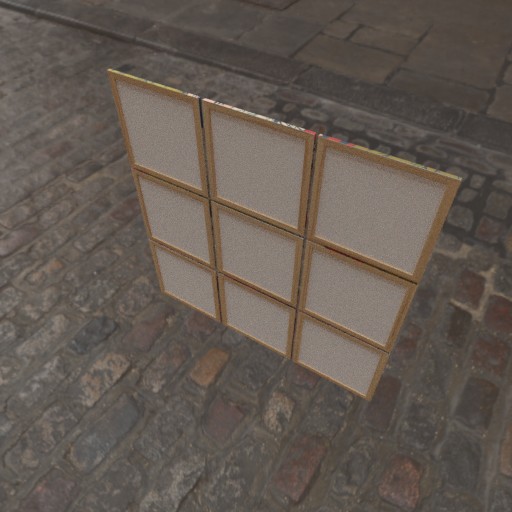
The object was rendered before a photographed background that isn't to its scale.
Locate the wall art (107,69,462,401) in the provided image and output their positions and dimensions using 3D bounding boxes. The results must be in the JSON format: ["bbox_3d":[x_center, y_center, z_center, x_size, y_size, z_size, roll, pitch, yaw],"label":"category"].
[{"bbox_3d":[0.000,0.000,1.763,1.206,1.218,0.013,24,51,21],"label":"wall art"}]
